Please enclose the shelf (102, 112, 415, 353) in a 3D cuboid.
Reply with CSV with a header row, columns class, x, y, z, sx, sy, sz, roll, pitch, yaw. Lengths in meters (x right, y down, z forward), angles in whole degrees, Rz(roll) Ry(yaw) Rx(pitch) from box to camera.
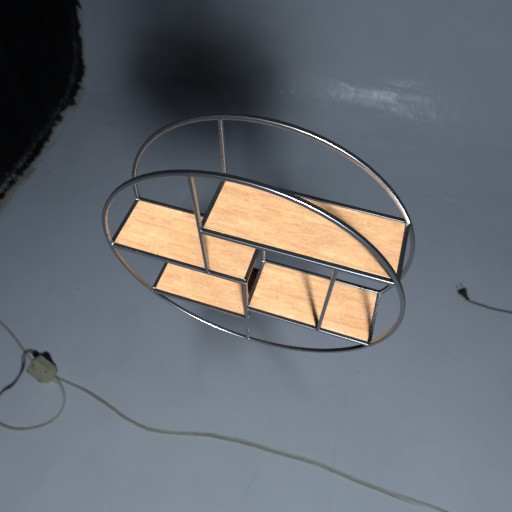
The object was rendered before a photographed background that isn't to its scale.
class,x,y,z,sx,sy,sz,roll,pitch,yaw
shelf,0.000,0.000,1.339,0.888,0.888,0.202,15,59,9
